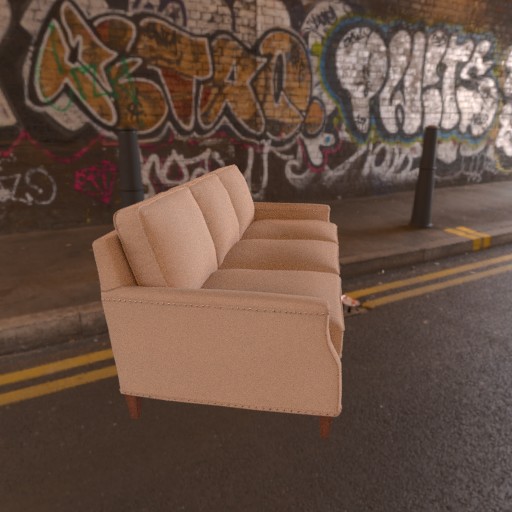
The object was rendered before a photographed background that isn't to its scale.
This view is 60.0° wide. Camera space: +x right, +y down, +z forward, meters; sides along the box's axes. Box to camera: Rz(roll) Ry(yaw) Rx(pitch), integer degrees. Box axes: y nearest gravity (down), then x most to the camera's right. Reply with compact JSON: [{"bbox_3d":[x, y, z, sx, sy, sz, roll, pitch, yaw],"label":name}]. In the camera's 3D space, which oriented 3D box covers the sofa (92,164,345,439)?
[{"bbox_3d":[0.000,0.000,2.894,1.084,1.003,2.246,3,17,9],"label":"sofa"}]
